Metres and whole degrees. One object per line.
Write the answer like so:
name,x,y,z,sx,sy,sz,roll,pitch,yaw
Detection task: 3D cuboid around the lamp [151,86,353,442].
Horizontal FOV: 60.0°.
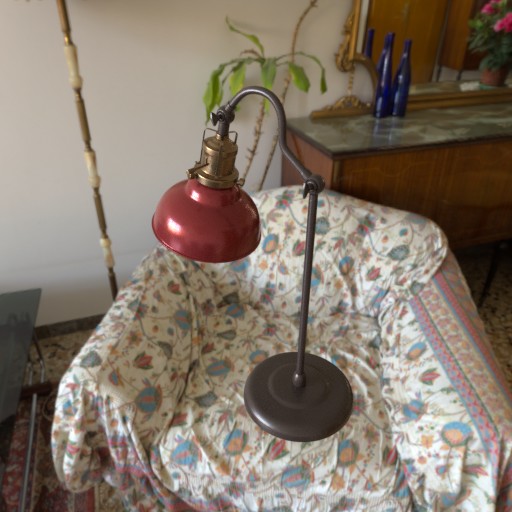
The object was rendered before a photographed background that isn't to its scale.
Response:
lamp,0.000,0.000,0.699,0.374,0.508,0.192,20,36,30
